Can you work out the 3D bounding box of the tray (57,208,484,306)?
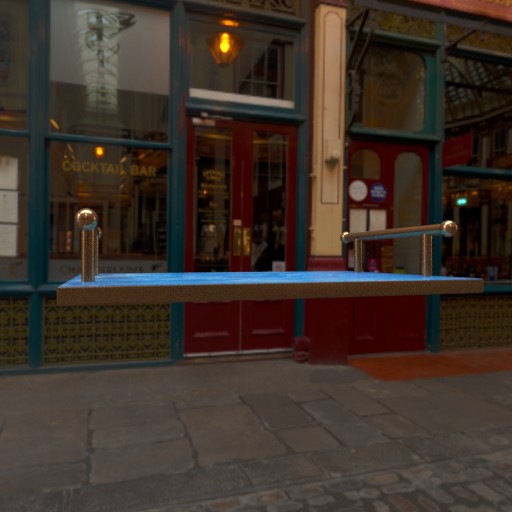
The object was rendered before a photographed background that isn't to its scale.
[{"bbox_3d":[0.000,0.000,0.577,0.444,0.084,0.304,0,0,-18],"label":"tray"}]
